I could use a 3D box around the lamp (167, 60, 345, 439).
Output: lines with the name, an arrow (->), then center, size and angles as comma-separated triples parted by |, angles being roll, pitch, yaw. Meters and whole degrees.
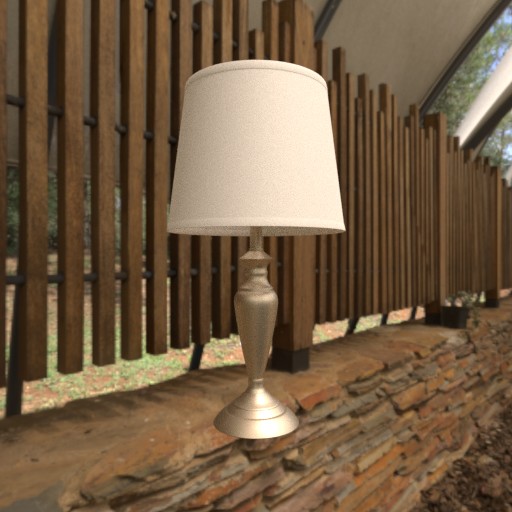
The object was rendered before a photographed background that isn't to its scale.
lamp -> 0.000, 0.000, 0.829 | 0.328, 0.619, 0.328 | 0, 0, 0
